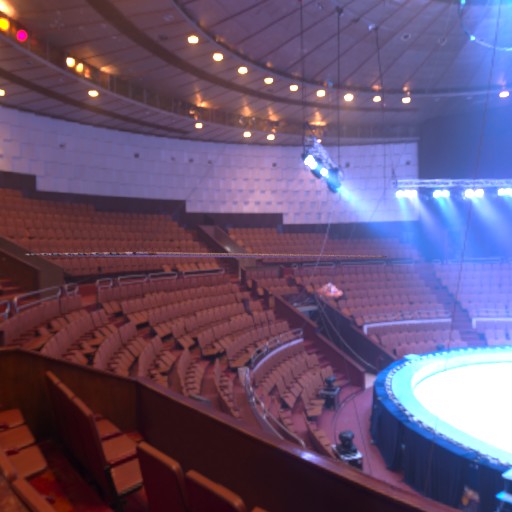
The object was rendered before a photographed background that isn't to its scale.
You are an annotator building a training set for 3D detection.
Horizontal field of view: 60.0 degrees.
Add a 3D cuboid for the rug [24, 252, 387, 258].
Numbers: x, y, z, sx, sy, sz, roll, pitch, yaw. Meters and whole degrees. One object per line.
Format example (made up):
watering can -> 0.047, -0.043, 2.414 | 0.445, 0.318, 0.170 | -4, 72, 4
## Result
rug -> 0.000, 0.000, 2.726 | 0.769, 0.013, 2.440 | 0, -1, 36
